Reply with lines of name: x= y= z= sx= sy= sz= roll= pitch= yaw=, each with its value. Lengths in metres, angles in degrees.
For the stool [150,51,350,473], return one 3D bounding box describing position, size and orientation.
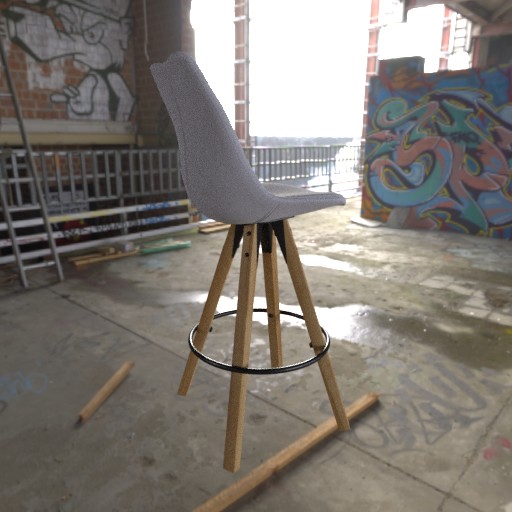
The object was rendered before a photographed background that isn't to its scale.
stool: x=0.000 y=0.000 z=1.397 sx=0.550 sy=1.115 sz=0.484 roll=-8 pitch=17 yaw=-27
